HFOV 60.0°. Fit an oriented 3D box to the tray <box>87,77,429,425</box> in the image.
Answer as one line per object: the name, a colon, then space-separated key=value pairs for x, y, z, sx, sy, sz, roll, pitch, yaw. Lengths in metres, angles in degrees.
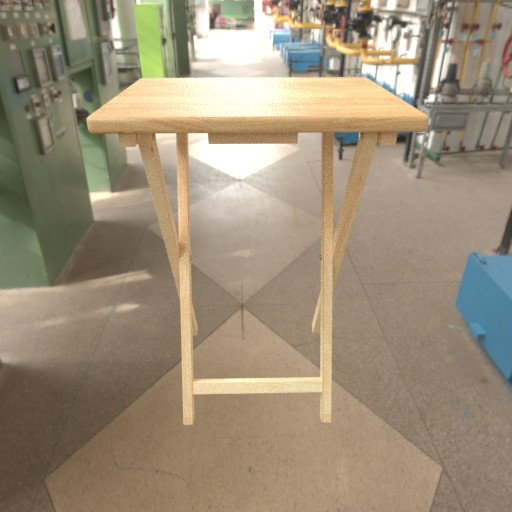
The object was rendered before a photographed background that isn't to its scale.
tray: x=0.000 y=0.000 z=0.944 sx=0.483 sy=0.660 sz=0.381 roll=-1 pitch=30 yaw=-1
